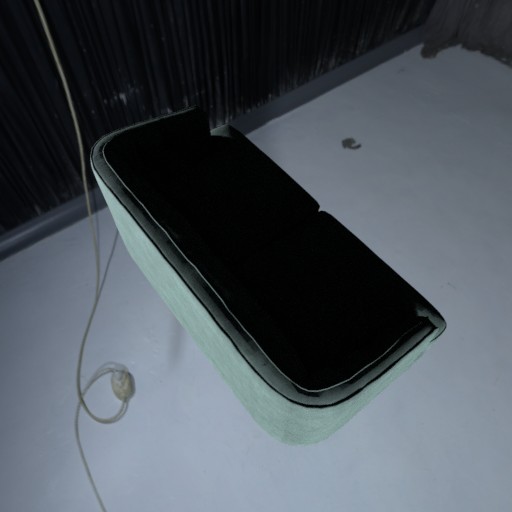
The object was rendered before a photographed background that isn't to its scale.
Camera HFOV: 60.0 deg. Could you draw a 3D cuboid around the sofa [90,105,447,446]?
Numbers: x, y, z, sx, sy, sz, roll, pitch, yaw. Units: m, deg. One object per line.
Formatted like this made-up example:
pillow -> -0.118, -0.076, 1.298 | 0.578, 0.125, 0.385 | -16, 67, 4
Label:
sofa -> 0.000, 0.000, 2.255 | 0.941, 0.855, 1.733 | -33, 63, -19
